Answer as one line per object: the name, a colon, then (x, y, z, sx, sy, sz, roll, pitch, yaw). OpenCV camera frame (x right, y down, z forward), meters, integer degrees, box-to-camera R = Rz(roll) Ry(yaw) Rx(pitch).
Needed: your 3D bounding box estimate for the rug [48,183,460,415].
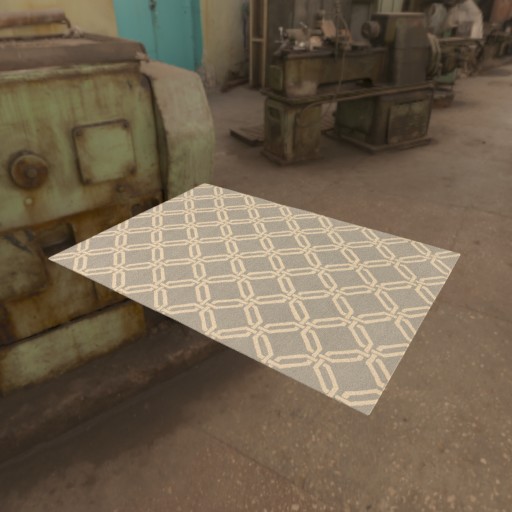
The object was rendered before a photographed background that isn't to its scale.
rug: (0.000, 0.000, 2.810, 2.133, 0.013, 1.522, 19, 36, 29)
